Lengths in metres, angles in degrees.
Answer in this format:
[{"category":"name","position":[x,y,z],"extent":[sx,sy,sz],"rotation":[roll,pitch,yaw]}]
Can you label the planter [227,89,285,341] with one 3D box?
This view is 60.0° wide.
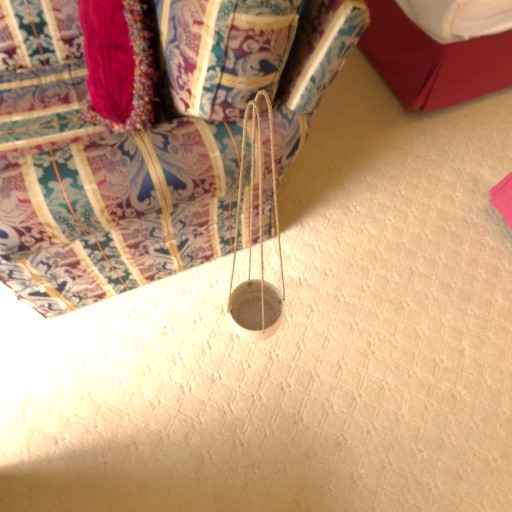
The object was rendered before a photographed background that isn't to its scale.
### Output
[{"category":"planter","position":[0.000,0.000,0.890],"extent":[0.146,0.841,0.146],"rotation":[29,68,13]}]
